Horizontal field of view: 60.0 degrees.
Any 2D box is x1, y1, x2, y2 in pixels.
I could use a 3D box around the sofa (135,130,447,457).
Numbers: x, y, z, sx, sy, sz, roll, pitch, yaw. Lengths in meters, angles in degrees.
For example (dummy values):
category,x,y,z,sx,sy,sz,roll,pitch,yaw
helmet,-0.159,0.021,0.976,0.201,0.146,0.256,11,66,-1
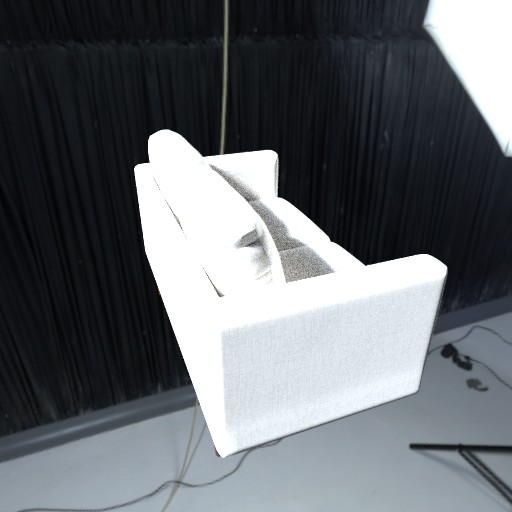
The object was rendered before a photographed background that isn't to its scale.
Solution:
category,x,y,z,sx,sy,sz,roll,pitch,yaw
sofa,0.000,0.000,1.937,0.796,0.908,1.430,-11,31,-18
